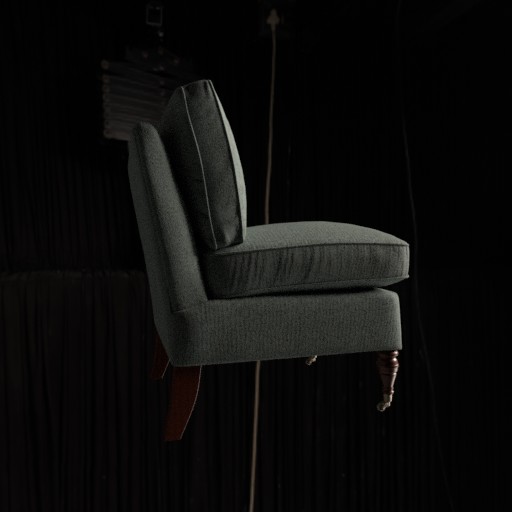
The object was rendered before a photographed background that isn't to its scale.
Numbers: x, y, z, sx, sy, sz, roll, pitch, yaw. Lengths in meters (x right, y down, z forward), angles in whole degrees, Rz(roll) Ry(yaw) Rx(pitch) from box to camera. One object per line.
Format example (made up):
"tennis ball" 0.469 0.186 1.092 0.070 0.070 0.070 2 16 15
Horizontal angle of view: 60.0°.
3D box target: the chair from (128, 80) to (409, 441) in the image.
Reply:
"chair" 0.000 0.000 1.453 0.796 0.901 0.624 0 2 -17
